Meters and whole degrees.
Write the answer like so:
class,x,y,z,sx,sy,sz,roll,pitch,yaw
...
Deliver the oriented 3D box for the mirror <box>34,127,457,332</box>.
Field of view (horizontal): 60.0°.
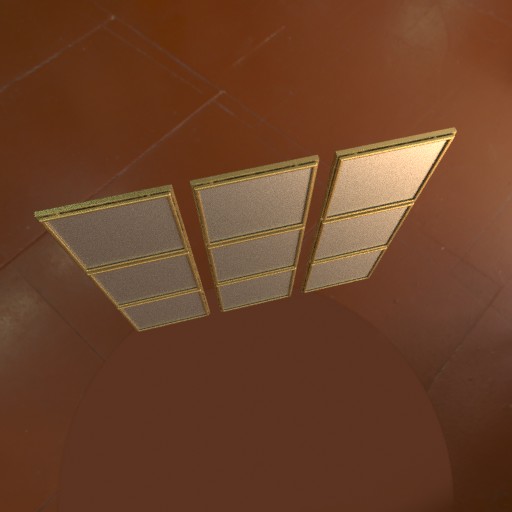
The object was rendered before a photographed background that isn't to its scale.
class,x,y,z,sx,sy,sz,roll,pitch,yaw
mirror,0.000,0.000,1.452,1.011,0.926,0.023,-13,65,-6
